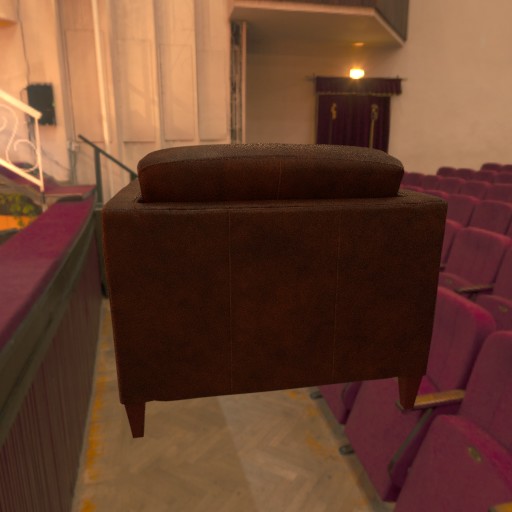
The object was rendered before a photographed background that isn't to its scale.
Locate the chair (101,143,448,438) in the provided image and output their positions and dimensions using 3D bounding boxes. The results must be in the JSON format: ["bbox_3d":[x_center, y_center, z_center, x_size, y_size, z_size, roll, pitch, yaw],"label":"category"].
[{"bbox_3d":[0.000,0.000,1.748,0.990,0.864,0.975,-2,15,-9],"label":"chair"}]
